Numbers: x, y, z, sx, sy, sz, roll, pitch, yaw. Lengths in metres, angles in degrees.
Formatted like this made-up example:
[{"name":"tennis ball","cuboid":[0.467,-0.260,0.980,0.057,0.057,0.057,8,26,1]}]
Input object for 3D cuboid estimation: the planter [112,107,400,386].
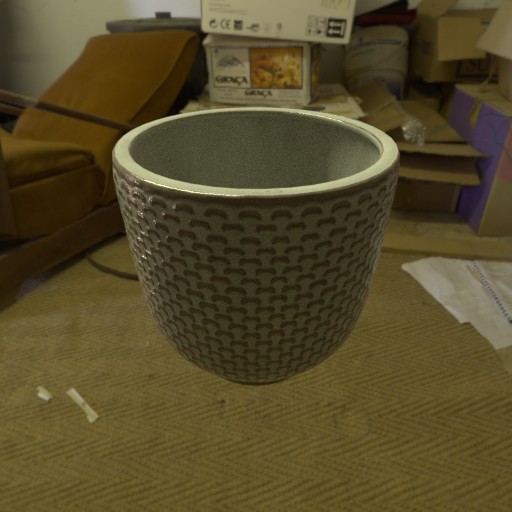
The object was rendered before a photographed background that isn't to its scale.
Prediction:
[{"name":"planter","cuboid":[0.000,0.000,0.358,0.197,0.191,0.197,0,32,0]}]
